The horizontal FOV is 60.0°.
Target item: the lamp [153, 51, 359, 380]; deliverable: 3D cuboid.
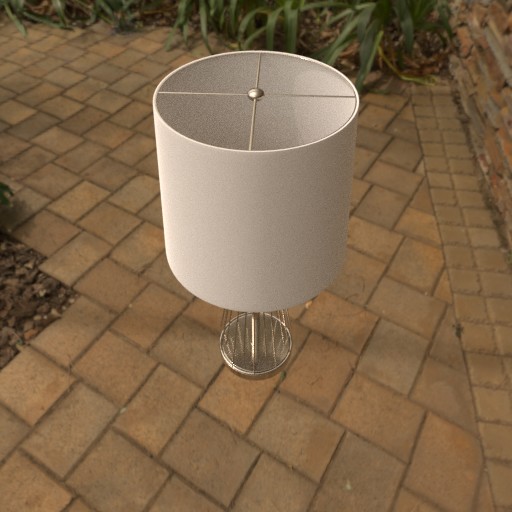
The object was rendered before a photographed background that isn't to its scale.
[{"bbox_3d":[0.000,0.000,0.784,0.303,0.618,0.303,0,47,0],"label":"lamp"}]
